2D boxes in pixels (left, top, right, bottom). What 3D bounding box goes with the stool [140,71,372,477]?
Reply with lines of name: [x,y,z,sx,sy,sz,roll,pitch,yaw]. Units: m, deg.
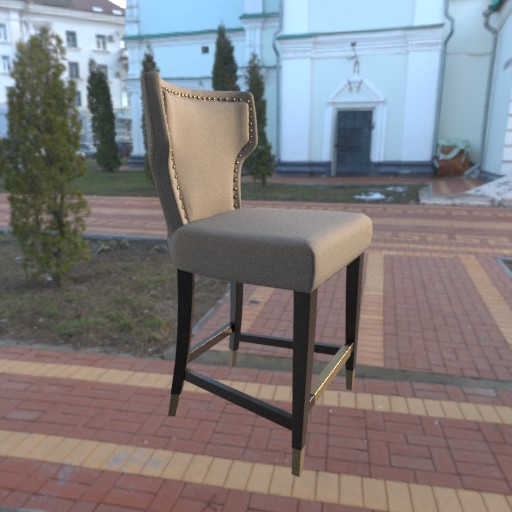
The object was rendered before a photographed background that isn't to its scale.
stool: [0.000,0.000,1.316,0.563,0.982,0.527,7,16,27]
